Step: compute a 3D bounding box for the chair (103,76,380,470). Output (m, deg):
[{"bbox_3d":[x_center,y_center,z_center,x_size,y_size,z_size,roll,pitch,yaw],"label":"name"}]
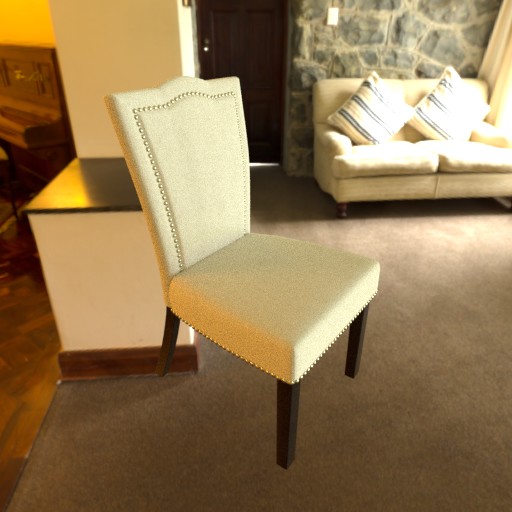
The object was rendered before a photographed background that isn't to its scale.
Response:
[{"bbox_3d":[0.000,0.000,1.289,0.589,0.946,0.518,18,33,31],"label":"chair"}]
